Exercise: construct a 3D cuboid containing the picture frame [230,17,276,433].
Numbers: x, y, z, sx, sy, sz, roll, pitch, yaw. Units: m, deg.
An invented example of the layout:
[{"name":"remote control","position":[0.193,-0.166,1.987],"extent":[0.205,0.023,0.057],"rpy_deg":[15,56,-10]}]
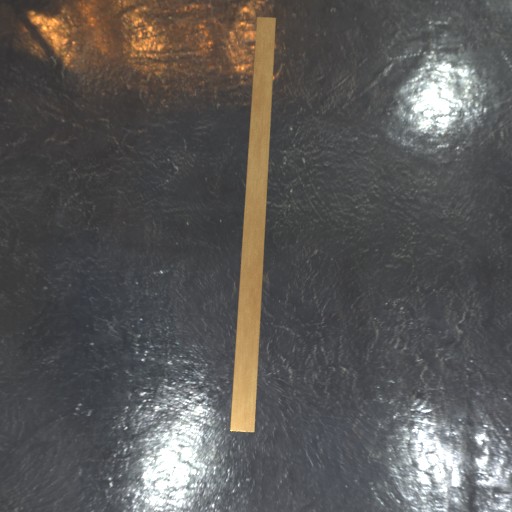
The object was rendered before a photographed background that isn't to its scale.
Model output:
[{"name":"picture frame","position":[0.000,0.000,1.131],"extent":[0.037,0.761,0.758],"rpy_deg":[3,75,1]}]
